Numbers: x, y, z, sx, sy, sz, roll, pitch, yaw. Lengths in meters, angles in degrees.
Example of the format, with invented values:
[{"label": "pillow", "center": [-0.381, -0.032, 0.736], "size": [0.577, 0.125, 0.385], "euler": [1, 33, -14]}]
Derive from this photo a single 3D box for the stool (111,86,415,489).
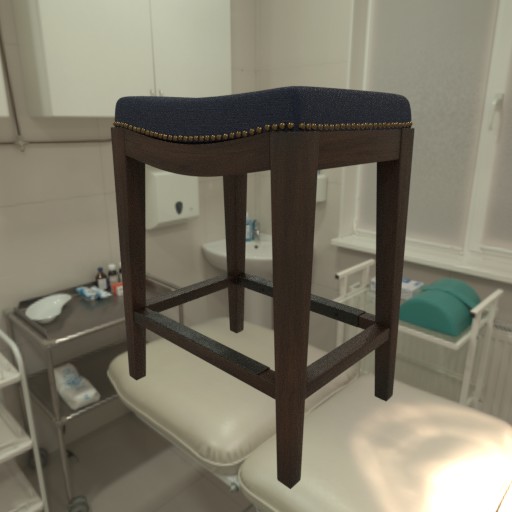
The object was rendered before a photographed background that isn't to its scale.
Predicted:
[{"label": "stool", "center": [0.000, 0.000, 0.936], "size": [0.500, 0.642, 0.361], "euler": [16, 23, 41]}]
